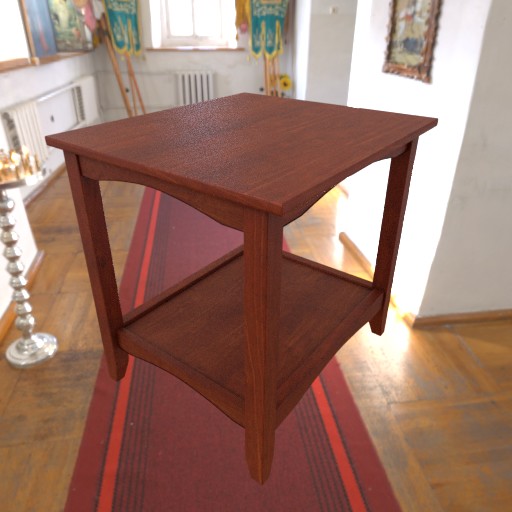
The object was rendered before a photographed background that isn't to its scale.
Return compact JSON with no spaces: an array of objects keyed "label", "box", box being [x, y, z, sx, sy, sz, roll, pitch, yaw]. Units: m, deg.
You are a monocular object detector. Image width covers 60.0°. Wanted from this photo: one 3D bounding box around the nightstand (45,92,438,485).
[{"label":"nightstand","box":[0.000,0.000,0.967,0.501,0.558,0.558,21,35,32]}]
